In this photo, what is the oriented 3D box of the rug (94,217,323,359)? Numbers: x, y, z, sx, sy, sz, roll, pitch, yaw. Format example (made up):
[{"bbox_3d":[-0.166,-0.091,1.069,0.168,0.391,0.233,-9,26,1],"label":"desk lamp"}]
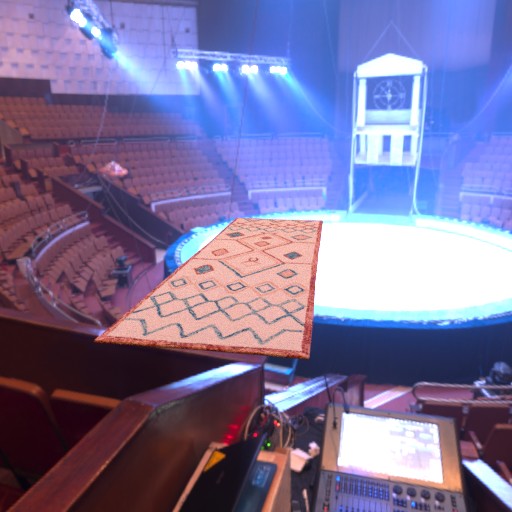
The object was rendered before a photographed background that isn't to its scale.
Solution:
[{"bbox_3d":[0.000,0.000,2.647,0.750,0.011,2.435,2,15,9],"label":"rug"}]
